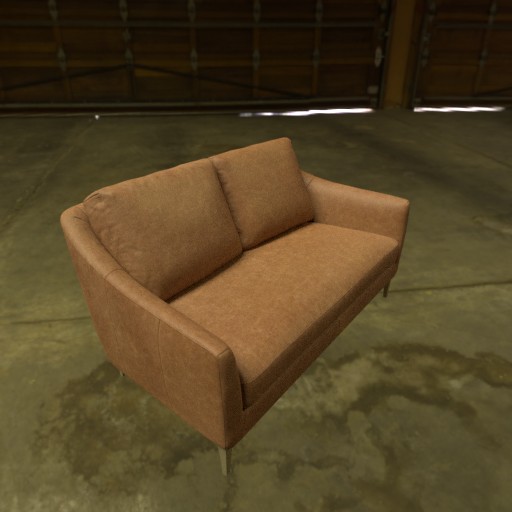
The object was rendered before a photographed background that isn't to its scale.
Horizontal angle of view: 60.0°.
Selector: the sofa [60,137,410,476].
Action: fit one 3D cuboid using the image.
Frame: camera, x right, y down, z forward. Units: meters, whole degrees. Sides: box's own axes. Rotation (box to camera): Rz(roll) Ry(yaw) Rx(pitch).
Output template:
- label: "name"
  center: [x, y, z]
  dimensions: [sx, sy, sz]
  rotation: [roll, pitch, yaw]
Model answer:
- label: "sofa"
  center: [0.000, 0.000, 2.159]
  dimensions: [0.960, 0.902, 1.619]
  rotation: [18, 32, 32]
